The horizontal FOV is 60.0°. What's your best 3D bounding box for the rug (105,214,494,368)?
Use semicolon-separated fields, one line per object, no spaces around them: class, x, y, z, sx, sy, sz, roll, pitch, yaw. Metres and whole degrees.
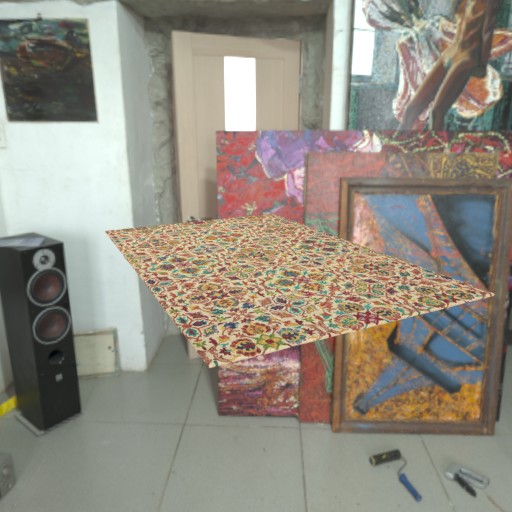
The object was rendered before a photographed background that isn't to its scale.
rug;0.000;0.000;2.302;1.226;0.013;1.838;-8;19;-26
